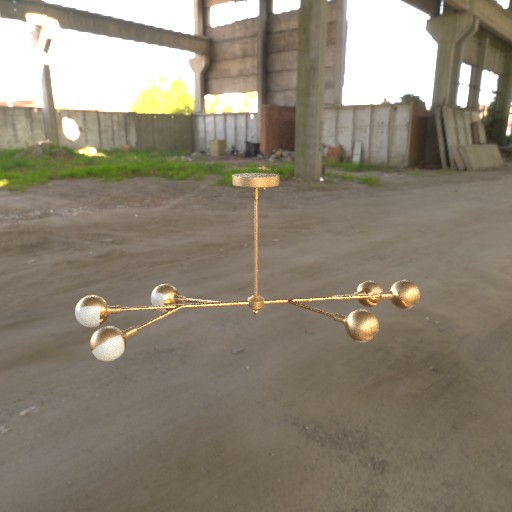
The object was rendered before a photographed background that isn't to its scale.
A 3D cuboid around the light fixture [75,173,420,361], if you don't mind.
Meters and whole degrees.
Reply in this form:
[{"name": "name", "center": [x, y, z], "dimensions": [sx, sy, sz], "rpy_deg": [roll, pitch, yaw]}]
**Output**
[{"name": "light fixture", "center": [0.000, 0.000, 1.004], "dimensions": [0.778, 0.362, 0.434], "rpy_deg": [2, 16, 7]}]
